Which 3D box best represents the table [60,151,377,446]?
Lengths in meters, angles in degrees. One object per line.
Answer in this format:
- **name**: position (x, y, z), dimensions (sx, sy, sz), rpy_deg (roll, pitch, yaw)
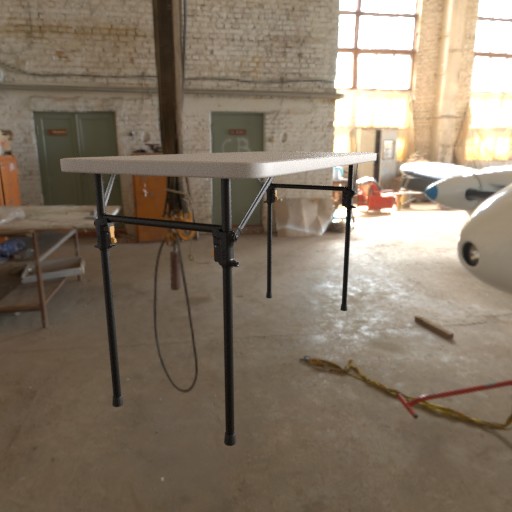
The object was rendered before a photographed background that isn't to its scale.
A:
- **table**: position (0.000, 0.000, 1.637), dimensions (0.610, 0.729, 1.219), rpy_deg (7, 16, 26)
